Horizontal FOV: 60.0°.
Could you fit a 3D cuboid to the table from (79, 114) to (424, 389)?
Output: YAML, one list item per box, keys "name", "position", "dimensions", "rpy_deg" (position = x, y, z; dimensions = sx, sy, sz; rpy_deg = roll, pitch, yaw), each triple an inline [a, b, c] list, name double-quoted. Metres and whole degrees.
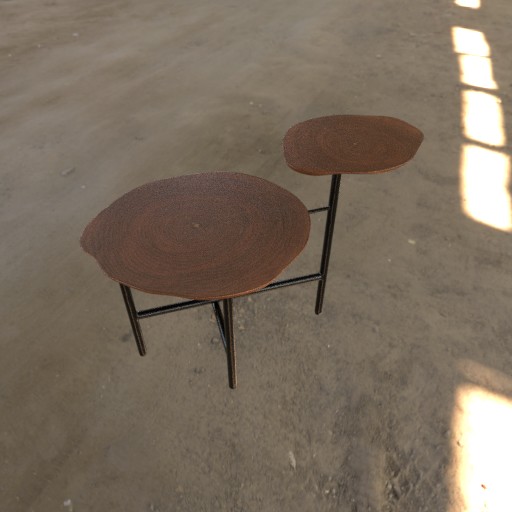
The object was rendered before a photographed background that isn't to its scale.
- name: "table"
  position: [0.000, 0.000, 1.069]
  dimensions: [0.759, 0.538, 0.442]
  rpy_deg: [-10, 42, -12]
